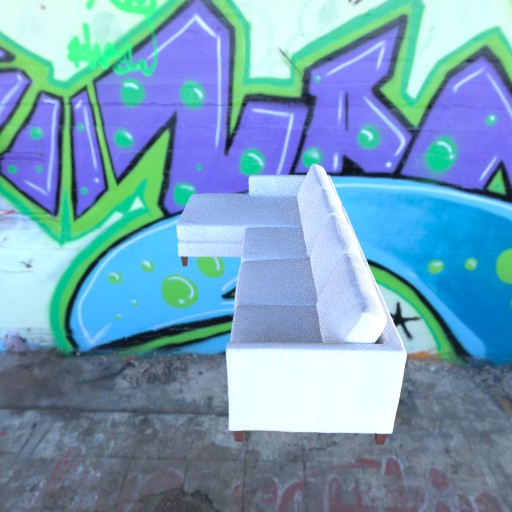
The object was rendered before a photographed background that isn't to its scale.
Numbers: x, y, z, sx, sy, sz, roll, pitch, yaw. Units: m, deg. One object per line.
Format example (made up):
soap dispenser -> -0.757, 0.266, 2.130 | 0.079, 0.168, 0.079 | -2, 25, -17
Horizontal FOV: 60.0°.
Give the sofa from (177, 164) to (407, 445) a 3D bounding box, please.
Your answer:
sofa -> 0.000, 0.000, 3.783 | 1.625, 0.861, 3.186 | 1, 27, 1
